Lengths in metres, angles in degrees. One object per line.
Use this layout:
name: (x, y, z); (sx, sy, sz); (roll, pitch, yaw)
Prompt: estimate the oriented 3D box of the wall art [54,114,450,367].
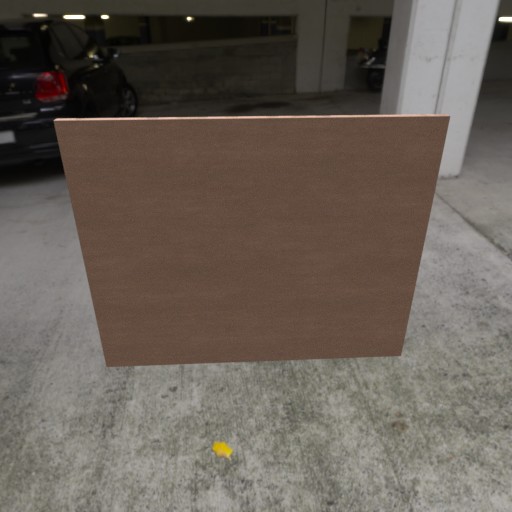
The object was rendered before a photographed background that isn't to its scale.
wall art: (0.000, 0.000, 0.670); (0.508, 0.408, 0.012); (-2, 29, -3)
